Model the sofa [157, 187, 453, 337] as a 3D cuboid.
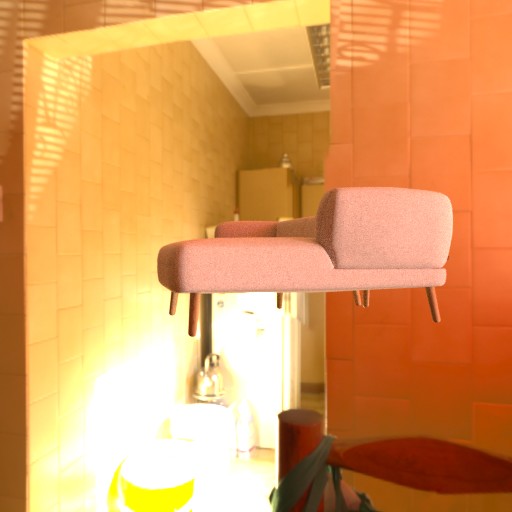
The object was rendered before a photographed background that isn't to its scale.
[{"bbox_3d":[0.000,0.000,3.421,1.610,0.730,2.660,0,0,-18],"label":"sofa"}]
